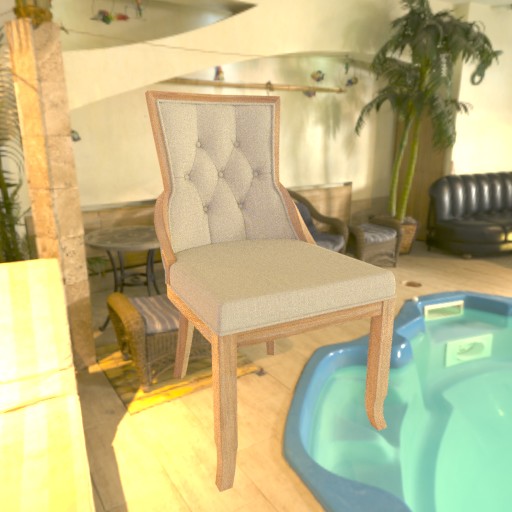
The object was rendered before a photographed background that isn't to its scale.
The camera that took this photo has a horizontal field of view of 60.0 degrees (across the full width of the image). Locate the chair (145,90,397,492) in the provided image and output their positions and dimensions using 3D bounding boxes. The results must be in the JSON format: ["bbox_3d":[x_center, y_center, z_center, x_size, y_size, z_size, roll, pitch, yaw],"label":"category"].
[{"bbox_3d":[0.000,0.000,1.316,0.524,0.947,0.641,-8,17,-26],"label":"chair"}]
